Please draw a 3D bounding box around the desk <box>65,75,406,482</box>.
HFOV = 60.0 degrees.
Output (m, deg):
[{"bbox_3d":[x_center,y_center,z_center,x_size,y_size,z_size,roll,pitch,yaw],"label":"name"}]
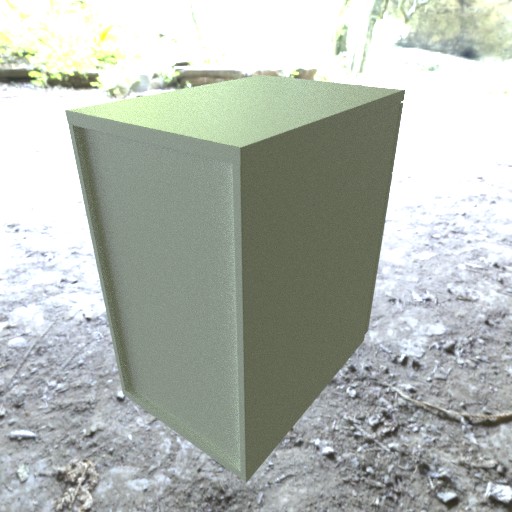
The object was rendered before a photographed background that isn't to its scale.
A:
[{"bbox_3d":[0.000,0.000,1.073,0.404,0.730,0.600,20,35,32],"label":"desk"}]
